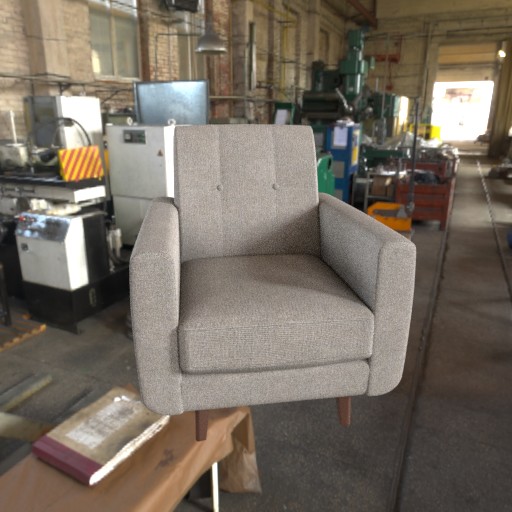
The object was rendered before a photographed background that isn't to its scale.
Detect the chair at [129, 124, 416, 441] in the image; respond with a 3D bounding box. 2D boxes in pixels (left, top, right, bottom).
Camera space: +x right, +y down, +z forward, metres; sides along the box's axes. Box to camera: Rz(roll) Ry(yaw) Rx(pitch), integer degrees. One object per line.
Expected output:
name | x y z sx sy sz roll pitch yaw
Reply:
chair | 0.000 0.000 1.708 0.845 0.968 0.942 -3 17 -8
